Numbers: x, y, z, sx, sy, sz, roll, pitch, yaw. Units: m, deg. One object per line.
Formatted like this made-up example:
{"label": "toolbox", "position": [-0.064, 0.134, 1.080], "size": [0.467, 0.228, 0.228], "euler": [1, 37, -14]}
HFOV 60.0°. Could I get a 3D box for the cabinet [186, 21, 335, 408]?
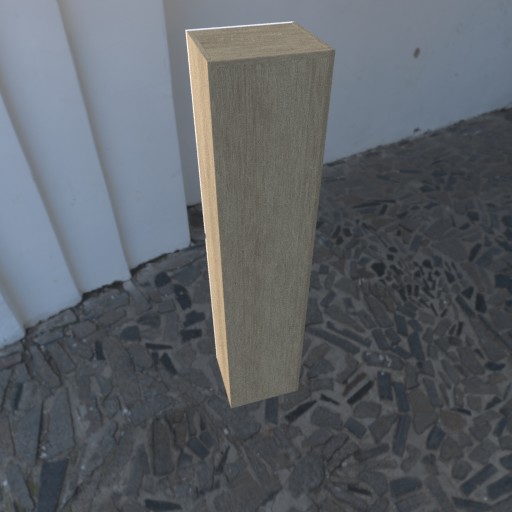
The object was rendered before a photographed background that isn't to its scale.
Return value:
{"label": "cabinet", "position": [0.000, 0.000, 1.540], "size": [0.300, 1.400, 0.270], "euler": [-11, 42, -13]}
